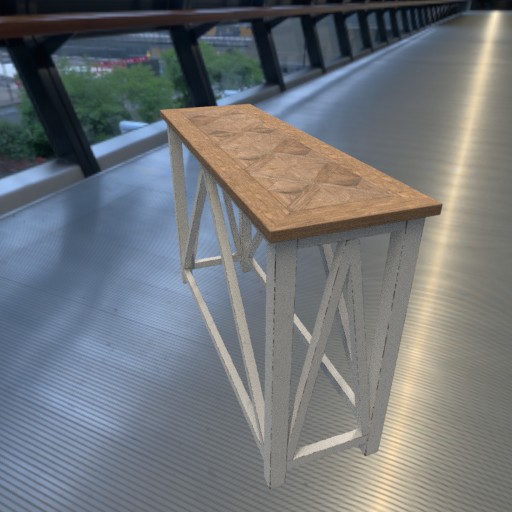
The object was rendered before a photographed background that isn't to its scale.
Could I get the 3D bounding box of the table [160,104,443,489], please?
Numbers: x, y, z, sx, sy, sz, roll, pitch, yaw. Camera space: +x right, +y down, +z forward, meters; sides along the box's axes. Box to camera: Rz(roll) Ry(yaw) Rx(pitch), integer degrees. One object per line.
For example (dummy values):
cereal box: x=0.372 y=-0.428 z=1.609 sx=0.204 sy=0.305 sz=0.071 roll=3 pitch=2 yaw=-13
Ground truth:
table: x=0.000 y=0.000 z=1.804 sx=0.450 sy=0.930 sz=1.400 roll=-10 pitch=31 yaw=-18
